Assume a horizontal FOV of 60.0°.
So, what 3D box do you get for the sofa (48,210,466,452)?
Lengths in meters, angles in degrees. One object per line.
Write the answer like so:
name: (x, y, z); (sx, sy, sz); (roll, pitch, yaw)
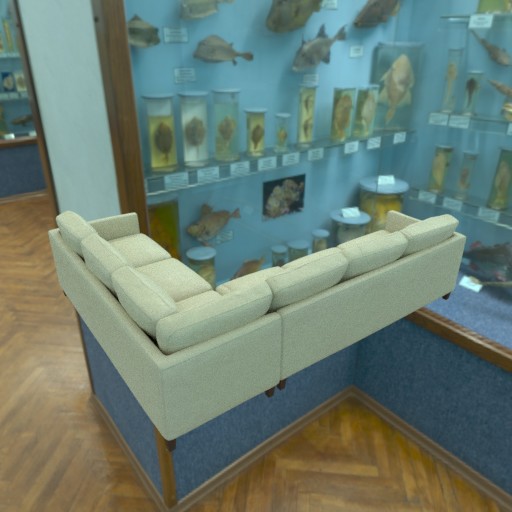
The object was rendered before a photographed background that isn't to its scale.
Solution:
sofa: (0.000, 0.000, 4.454); (3.302, 0.947, 2.593); (-18, 32, -32)
